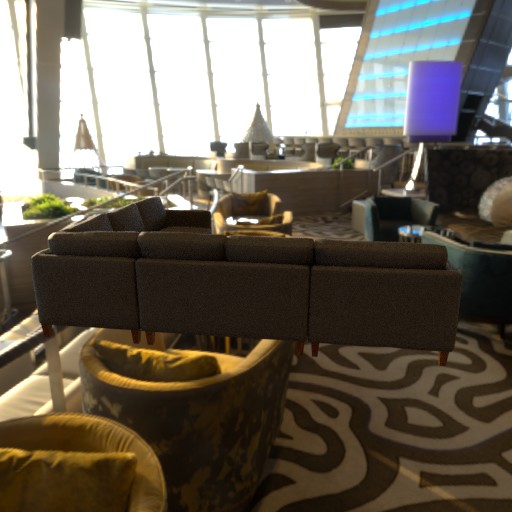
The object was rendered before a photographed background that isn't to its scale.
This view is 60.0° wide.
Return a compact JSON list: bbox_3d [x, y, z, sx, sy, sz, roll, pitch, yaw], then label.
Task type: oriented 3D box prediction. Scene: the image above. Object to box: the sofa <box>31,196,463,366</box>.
[{"bbox_3d":[0.000,0.000,4.714,3.460,0.961,2.594,2,15,8],"label":"sofa"}]
